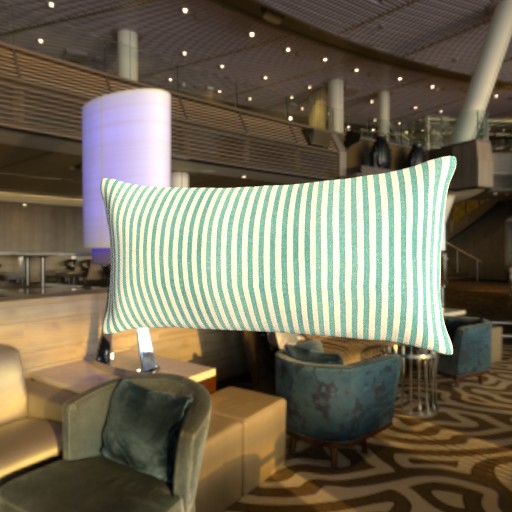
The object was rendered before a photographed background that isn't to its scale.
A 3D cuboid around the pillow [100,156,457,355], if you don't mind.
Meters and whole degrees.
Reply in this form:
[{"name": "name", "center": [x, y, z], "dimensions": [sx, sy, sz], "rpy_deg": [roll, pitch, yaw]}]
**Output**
[{"name": "pillow", "center": [0.000, 0.000, 0.744], "dimensions": [0.617, 0.295, 0.151], "rpy_deg": [0, 0, 18]}]
